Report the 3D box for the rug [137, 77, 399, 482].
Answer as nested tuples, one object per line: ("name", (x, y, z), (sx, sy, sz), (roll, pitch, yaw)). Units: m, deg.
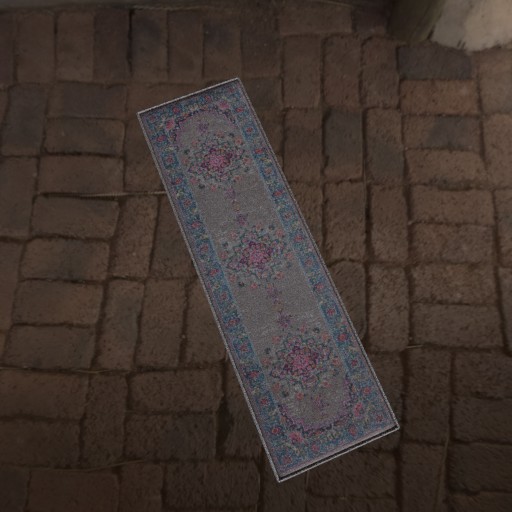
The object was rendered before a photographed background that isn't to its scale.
("rug", (0.000, 0.000, 2.031), (0.553, 0.012, 1.827), (-22, 77, -5))
